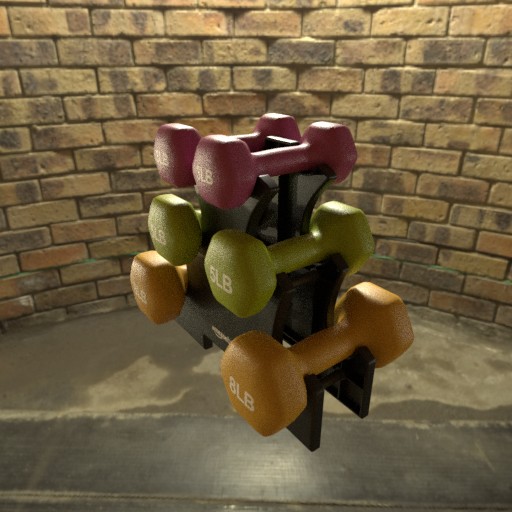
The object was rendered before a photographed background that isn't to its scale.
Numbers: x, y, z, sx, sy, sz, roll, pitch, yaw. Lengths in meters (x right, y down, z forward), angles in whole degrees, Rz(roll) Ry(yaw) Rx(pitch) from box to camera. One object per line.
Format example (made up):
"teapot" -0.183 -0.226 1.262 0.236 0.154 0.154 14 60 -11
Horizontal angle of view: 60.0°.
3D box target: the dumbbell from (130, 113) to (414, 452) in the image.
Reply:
"dumbbell" 0.000 0.000 0.473 0.190 0.271 0.300 -17 30 -33
